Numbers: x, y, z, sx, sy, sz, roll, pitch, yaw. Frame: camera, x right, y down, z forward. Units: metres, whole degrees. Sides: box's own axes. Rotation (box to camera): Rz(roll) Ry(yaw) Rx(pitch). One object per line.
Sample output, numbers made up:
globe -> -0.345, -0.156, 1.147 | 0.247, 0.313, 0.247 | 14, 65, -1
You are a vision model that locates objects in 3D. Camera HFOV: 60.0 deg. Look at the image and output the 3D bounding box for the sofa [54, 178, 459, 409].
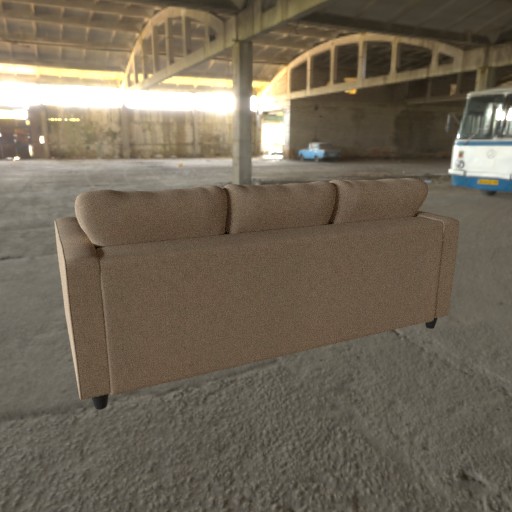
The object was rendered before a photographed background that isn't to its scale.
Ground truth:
sofa -> 0.000, 0.000, 2.297 | 1.855, 0.800, 0.930 | -7, 16, -25
